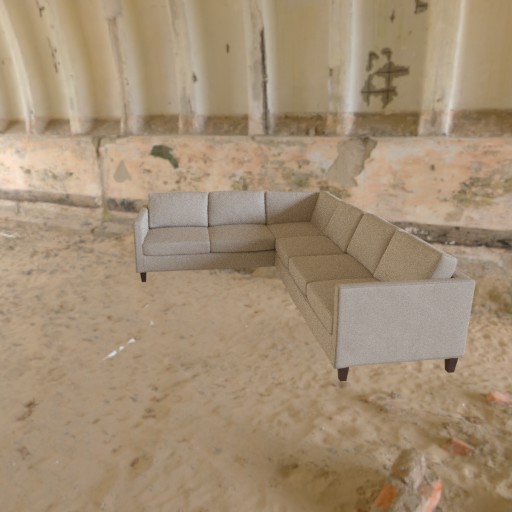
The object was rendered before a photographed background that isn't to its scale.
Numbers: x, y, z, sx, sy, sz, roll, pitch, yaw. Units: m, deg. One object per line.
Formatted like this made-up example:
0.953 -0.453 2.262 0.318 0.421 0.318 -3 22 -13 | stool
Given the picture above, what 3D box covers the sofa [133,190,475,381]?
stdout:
0.000 0.000 4.262 2.432 0.863 3.182 -2 17 -8 | sofa
